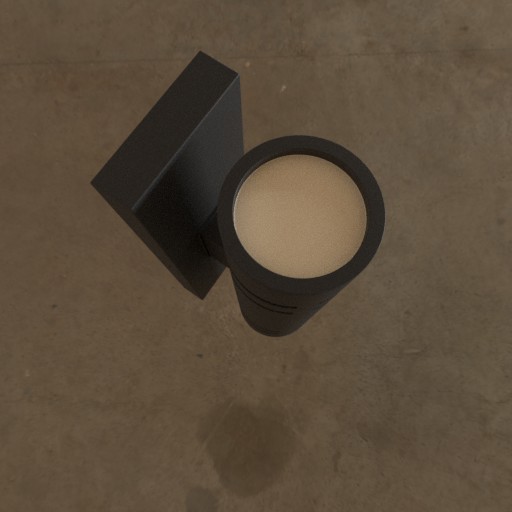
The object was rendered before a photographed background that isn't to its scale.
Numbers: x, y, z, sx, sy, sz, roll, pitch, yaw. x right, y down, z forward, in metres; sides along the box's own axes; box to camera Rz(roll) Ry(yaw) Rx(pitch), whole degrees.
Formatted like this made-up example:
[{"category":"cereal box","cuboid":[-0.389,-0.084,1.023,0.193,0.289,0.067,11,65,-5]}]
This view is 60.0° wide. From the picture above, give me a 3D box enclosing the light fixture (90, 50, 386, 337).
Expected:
[{"category":"light fixture","cuboid":[0.000,0.000,0.402,0.149,0.330,0.105,34,78,8]}]
